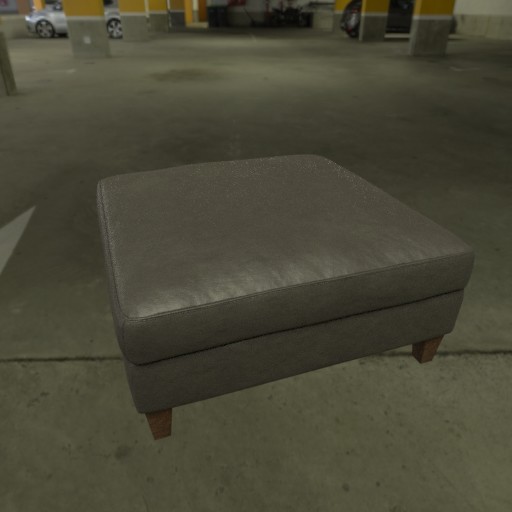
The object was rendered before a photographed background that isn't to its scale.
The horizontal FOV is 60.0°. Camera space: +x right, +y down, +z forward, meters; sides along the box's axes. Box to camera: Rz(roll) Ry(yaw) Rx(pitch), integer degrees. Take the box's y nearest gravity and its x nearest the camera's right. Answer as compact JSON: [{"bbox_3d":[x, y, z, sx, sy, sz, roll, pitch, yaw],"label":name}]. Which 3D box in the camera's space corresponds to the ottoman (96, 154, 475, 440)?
[{"bbox_3d":[0.000,0.000,1.314,0.844,0.415,0.836,-10,31,-17],"label":"ottoman"}]
